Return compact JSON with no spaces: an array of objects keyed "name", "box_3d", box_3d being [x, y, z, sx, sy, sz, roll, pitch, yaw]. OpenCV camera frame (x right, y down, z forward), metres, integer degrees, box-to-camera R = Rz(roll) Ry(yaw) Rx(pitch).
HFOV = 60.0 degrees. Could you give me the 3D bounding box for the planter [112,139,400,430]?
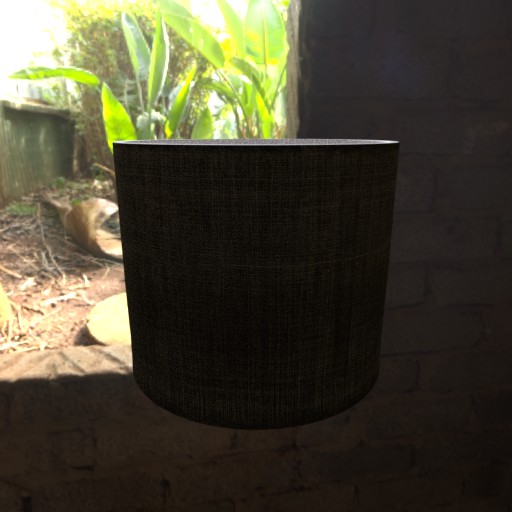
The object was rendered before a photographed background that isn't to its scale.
[{"name":"planter","box_3d":[0.000,0.000,0.440,0.254,0.221,0.254,0,16,0]}]
